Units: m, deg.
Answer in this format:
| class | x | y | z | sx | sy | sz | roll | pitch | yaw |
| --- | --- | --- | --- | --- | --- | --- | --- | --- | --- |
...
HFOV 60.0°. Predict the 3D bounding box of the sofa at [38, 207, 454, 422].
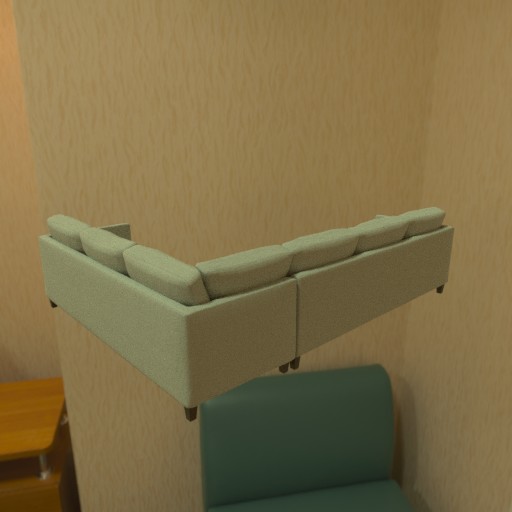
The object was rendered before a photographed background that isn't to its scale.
| class | x | y | z | sx | sy | sz | roll | pitch | yaw |
| --- | --- | --- | --- | --- | --- | --- | --- | --- | --- |
| sofa | 0.000 | 0.000 | 4.412 | 3.333 | 0.934 | 2.522 | -14 | 22 | -40 |
